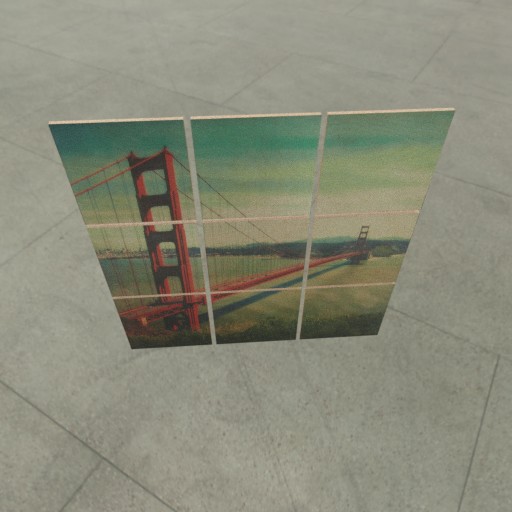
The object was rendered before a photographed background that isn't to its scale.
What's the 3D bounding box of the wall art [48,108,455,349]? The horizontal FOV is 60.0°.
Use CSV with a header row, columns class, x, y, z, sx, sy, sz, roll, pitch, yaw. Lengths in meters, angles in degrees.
class,x,y,z,sx,sy,sz,roll,pitch,yaw
wall art,0.000,0.000,1.326,0.917,0.910,0.012,-3,46,-3
